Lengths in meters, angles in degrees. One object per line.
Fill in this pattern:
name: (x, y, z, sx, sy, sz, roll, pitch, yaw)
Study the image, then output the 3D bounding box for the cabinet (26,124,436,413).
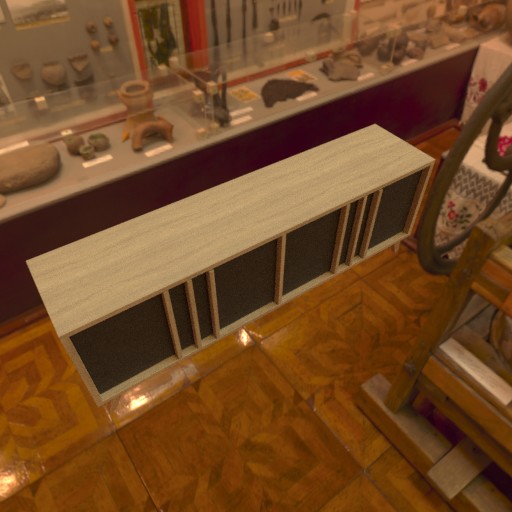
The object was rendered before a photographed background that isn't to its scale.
cabinet: (0.000, 0.000, 2.583, 2.198, 0.779, 0.499, -26, 51, -23)
